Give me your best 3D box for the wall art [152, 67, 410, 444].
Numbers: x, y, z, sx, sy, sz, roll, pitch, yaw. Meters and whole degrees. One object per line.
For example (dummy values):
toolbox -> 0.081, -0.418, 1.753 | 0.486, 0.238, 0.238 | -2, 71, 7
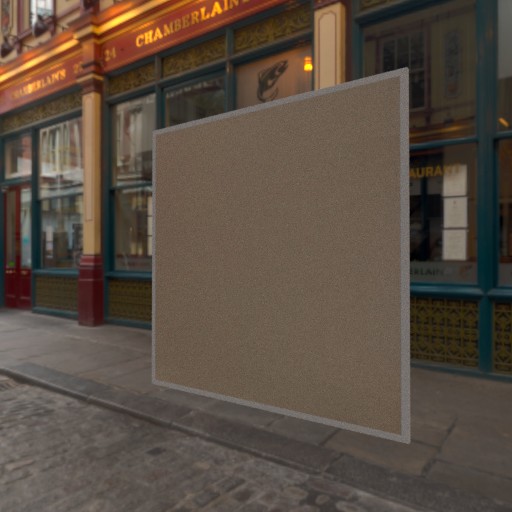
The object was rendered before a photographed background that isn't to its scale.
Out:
wall art -> 0.000, 0.000, 0.671 | 0.456, 0.456, 0.007 | -1, -1, 35
